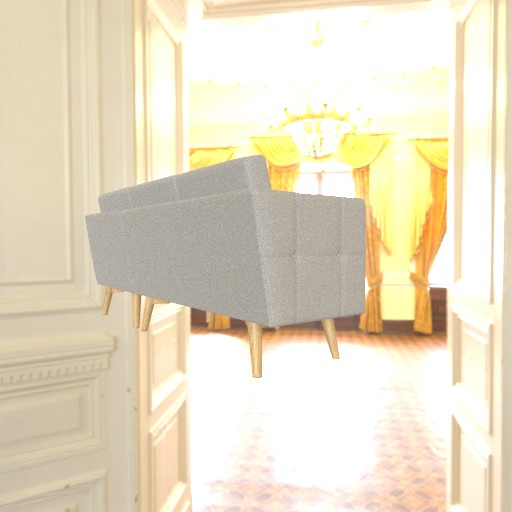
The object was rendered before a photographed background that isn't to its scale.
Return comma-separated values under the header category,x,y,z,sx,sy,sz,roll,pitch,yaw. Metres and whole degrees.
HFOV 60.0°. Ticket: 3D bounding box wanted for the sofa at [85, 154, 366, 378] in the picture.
category,x,y,z,sx,sy,sz,roll,pitch,yaw
sofa,0.000,0.000,2.793,1.530,0.860,2.040,-1,2,-37
